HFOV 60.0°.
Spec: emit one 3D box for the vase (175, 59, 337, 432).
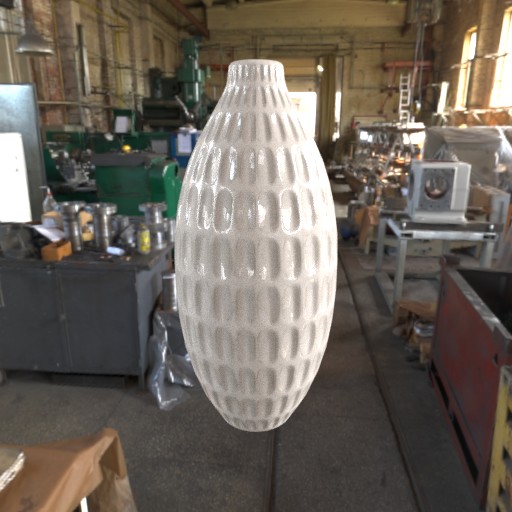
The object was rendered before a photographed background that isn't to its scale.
[{"bbox_3d":[0.000,0.000,0.350,0.127,0.282,0.127,0,16,0],"label":"vase"}]
